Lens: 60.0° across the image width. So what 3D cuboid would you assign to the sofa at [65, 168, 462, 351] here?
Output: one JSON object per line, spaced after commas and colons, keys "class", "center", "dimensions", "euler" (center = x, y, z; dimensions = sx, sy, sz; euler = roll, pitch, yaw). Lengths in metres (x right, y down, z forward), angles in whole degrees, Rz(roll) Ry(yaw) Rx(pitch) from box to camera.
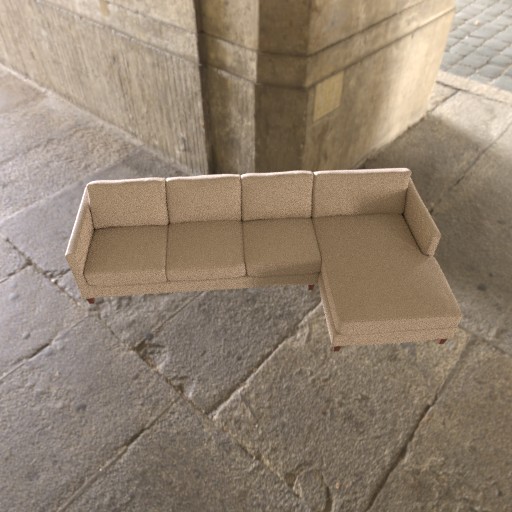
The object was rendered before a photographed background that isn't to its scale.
{"class": "sofa", "center": [0.000, 0.000, 3.957], "dimensions": [3.186, 0.861, 1.625], "euler": [-3, 46, -3]}
